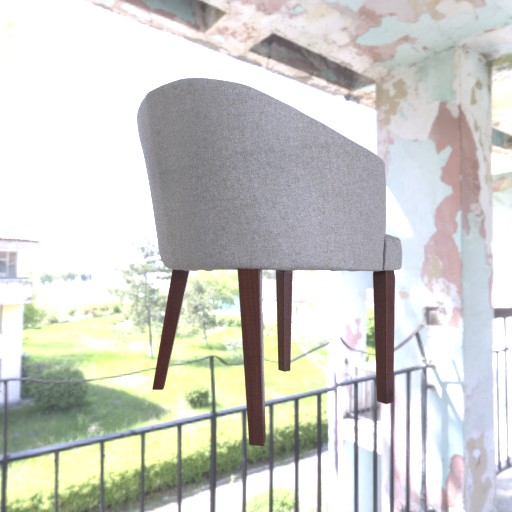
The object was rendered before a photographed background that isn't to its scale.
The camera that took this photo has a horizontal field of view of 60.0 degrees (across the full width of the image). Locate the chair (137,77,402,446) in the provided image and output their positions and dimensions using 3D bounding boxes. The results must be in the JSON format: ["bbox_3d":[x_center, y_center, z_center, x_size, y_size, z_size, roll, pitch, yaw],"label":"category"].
[{"bbox_3d":[0.000,0.000,1.262,0.655,0.811,0.583,1,-2,-35],"label":"chair"}]
